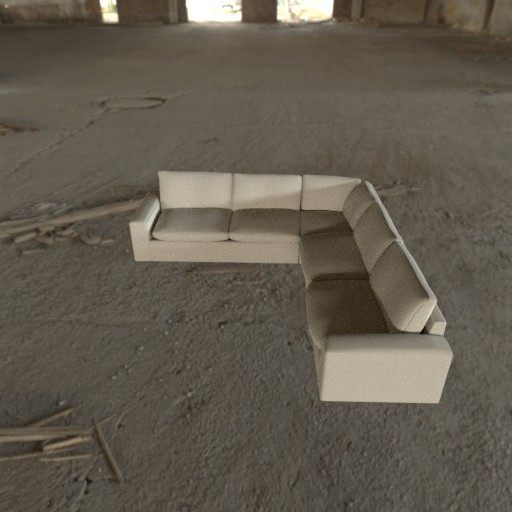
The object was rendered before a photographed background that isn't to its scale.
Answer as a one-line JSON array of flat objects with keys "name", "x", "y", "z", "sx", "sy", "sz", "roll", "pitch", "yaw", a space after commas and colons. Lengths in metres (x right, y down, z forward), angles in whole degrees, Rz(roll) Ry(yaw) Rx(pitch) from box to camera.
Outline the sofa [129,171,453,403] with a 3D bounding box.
[{"name": "sofa", "x": 0.000, "y": 0.000, "z": 4.804, "sx": 3.066, "sy": 0.918, "sz": 3.206, "roll": 1, "pitch": 30, "yaw": 1}]
